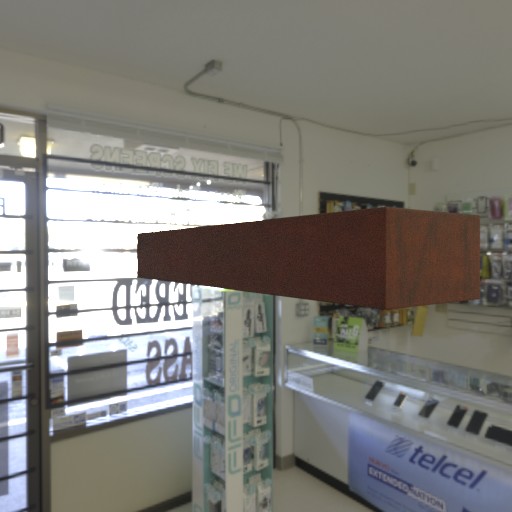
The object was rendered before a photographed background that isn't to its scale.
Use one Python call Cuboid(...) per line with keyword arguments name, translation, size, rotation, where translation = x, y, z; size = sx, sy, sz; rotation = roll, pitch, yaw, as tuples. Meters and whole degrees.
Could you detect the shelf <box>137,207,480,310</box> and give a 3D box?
Cuboid(name="shelf", translation=(0.000, 0.000, 0.671), size=(0.152, 0.088, 0.607), rotation=(0, 0, -35))
